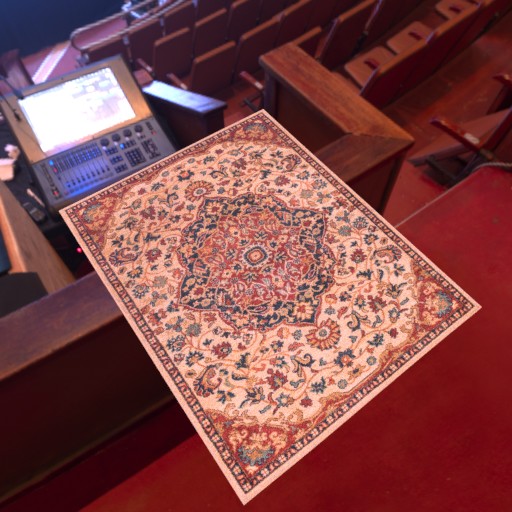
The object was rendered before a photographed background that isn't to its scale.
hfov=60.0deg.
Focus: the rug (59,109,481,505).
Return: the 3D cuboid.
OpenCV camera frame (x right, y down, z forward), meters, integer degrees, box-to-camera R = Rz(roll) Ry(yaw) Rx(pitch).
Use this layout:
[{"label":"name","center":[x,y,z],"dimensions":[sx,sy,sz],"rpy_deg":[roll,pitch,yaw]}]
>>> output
[{"label":"rug","center":[0.000,0.000,3.987],"dimensions":[2.454,0.005,3.067],"rpy_deg":[-32,63,-18]}]
